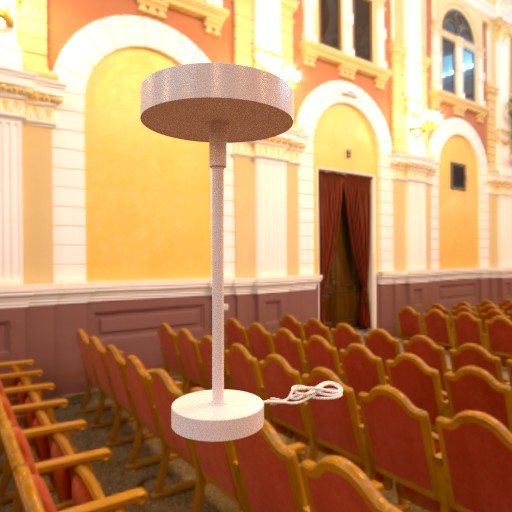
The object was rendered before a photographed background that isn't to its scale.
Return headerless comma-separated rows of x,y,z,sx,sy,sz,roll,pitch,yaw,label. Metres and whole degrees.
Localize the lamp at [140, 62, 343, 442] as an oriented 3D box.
0.000,0.000,0.715,0.369,0.508,0.229,0,0,-35,lamp
